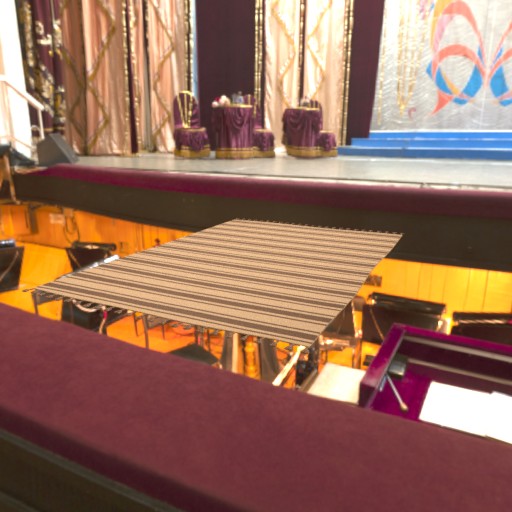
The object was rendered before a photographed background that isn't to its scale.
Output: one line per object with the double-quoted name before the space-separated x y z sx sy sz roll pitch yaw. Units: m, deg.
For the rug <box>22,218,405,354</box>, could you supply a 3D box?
"rug" 0.000 0.000 3.835 2.030 0.017 3.040 7 17 25
